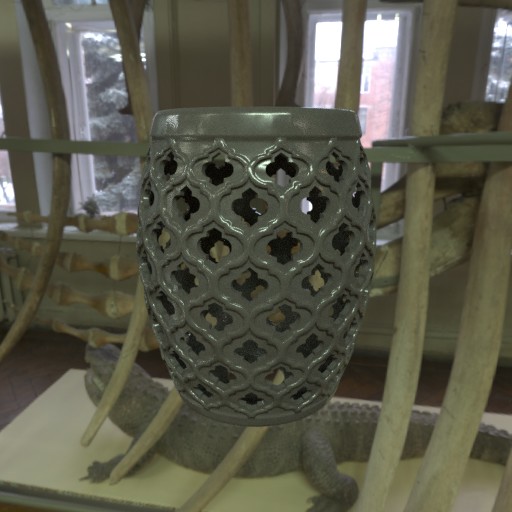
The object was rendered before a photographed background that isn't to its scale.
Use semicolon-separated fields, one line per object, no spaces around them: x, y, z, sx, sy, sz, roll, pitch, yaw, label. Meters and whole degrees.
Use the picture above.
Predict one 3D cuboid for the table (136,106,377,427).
0.000;0.000;0.627;0.325;0.388;0.325;0;15;0;table
